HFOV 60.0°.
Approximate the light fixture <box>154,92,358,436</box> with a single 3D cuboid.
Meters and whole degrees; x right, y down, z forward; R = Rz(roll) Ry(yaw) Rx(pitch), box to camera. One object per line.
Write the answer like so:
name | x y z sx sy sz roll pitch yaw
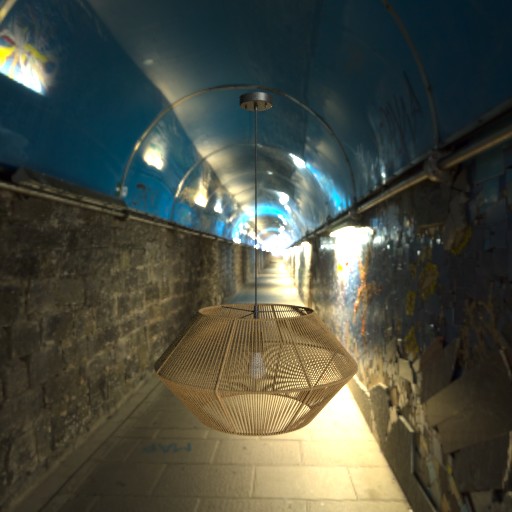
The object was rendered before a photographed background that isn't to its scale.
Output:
light fixture | 0.000 0.000 1.422 0.643 1.009 0.643 0 1 0
